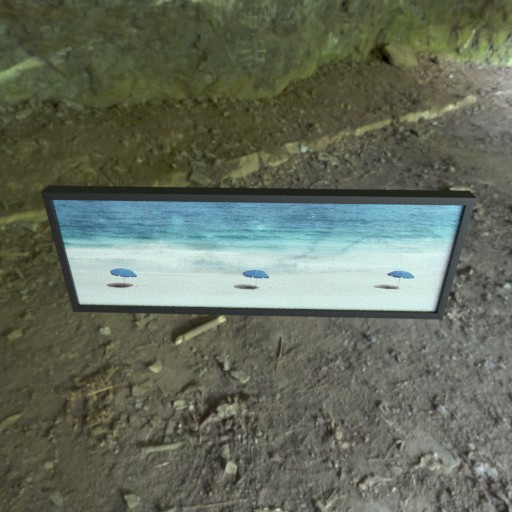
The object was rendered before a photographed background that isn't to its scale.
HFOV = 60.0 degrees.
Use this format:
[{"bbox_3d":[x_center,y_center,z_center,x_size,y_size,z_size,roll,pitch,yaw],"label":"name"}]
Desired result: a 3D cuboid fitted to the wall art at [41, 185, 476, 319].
[{"bbox_3d":[0.000,0.000,0.968,0.860,0.303,0.037,1,31,2],"label":"wall art"}]
